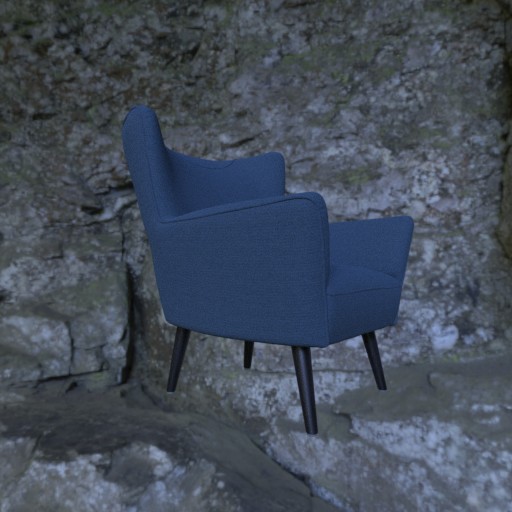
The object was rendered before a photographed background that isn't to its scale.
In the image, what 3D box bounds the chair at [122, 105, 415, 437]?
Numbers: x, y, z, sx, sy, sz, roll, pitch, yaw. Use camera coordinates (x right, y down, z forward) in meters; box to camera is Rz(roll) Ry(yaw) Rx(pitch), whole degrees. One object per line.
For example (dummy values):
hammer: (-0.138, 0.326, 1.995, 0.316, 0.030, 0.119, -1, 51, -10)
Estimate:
chair: (0.000, 0.000, 1.559, 0.888, 0.933, 0.781, -1, -1, 37)
